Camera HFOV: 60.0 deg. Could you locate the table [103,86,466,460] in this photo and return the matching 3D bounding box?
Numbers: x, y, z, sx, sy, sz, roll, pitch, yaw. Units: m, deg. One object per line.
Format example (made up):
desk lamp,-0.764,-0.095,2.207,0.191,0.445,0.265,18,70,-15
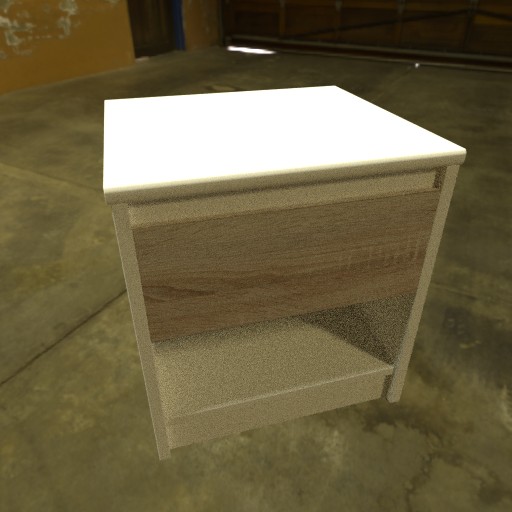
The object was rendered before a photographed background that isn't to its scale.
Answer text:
table,0.000,0.000,0.761,0.420,0.460,0.380,-9,33,-13
